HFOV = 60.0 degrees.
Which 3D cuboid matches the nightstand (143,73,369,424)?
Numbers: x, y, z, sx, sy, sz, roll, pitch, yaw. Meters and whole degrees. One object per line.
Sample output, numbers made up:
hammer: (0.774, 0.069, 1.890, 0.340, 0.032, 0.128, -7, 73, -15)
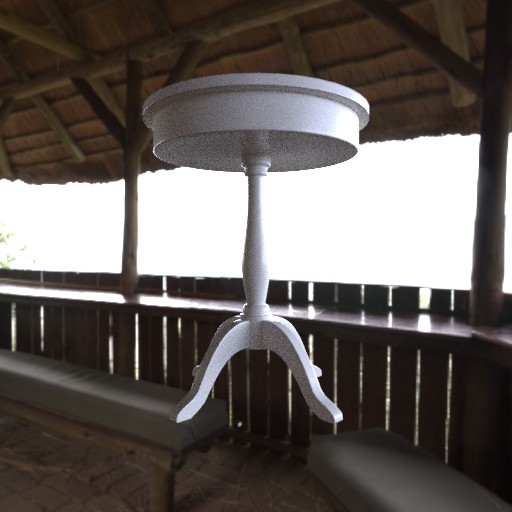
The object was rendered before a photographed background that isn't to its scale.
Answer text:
nightstand: (0.000, 0.000, 1.039, 0.513, 0.653, 0.513, -1, 1, -35)
